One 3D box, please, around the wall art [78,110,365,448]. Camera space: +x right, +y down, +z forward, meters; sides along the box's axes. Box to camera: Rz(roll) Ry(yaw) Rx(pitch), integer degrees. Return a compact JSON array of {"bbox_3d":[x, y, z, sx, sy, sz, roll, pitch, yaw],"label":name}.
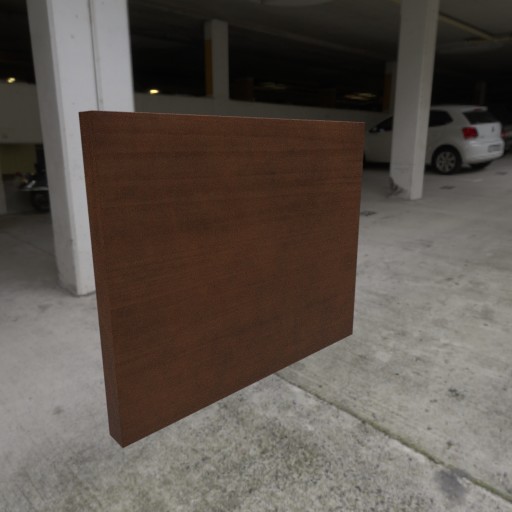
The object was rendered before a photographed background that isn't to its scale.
[{"bbox_3d":[0.000,0.000,0.554,0.401,0.328,0.030,-13,20,-41],"label":"wall art"}]
